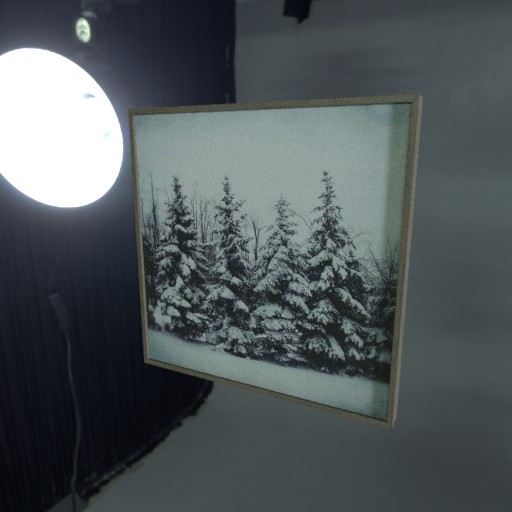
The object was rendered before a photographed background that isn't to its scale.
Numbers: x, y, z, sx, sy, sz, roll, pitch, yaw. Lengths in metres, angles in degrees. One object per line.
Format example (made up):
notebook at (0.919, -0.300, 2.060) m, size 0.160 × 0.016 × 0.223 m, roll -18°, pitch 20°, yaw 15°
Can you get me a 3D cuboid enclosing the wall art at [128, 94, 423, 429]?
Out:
wall art at (0.000, 0.000, 0.777) m, size 0.507 × 0.507 × 0.037 m, roll 7°, pitch 15°, yaw 26°
